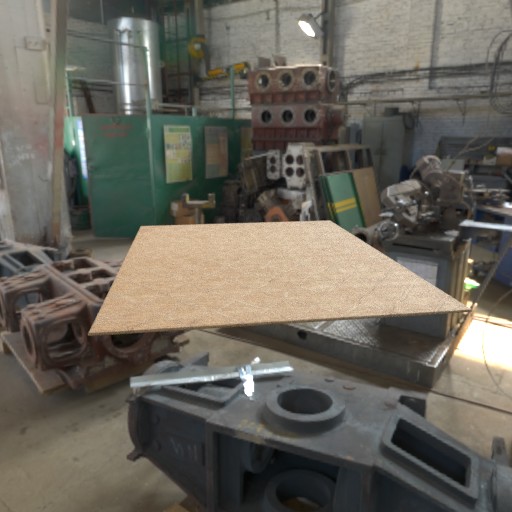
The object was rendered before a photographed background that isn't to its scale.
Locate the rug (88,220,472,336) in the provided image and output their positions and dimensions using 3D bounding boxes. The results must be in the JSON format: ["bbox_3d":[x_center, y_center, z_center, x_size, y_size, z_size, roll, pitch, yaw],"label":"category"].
[{"bbox_3d":[0.000,0.000,4.185,2.420,0.019,3.039,-2,16,-8],"label":"rug"}]
